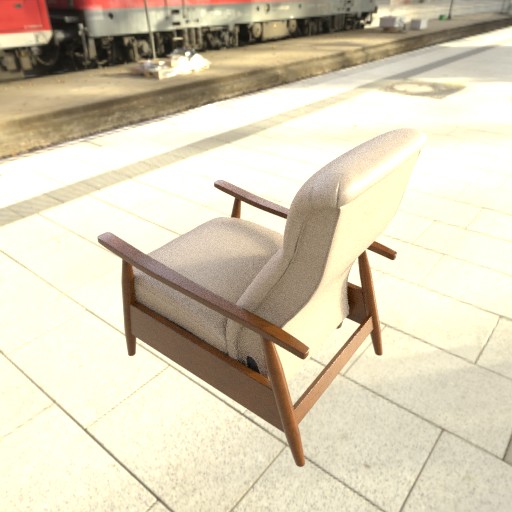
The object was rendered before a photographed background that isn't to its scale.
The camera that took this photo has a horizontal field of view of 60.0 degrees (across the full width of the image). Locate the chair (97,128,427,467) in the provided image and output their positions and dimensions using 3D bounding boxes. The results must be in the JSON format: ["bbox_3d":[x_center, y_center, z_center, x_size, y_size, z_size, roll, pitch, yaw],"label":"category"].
[{"bbox_3d":[0.000,0.000,1.808,1.030,1.082,0.762,21,38,31],"label":"chair"}]
